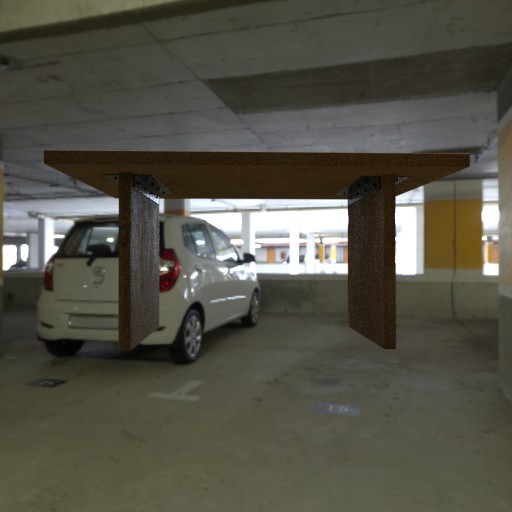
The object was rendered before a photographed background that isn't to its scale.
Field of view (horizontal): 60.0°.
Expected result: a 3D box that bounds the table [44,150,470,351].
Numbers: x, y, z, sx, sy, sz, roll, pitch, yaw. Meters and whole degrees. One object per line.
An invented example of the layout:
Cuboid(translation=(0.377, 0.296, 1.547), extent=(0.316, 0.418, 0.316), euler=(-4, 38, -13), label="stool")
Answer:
Cuboid(translation=(0.000, 0.000, 2.140), extent=(1.609, 0.780, 0.946), euler=(0, 0, -2), label="table")
